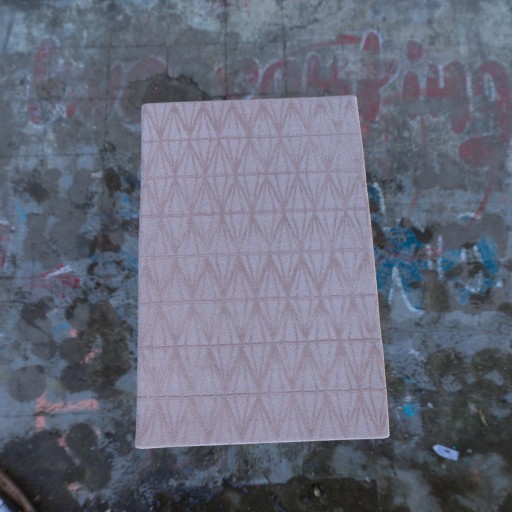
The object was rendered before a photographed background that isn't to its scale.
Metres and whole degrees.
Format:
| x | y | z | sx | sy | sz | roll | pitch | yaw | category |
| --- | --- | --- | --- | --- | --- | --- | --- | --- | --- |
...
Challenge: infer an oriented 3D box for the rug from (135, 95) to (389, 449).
| x | y | z | sx | sy | sz | roll | pitch | yaw | category |
| --- | --- | --- | --- | --- | --- | --- | --- | --- | --- |
| 0.000 | 0.000 | 2.320 | 1.230 | 0.025 | 1.837 | -2 | 77 | 0 | rug |
